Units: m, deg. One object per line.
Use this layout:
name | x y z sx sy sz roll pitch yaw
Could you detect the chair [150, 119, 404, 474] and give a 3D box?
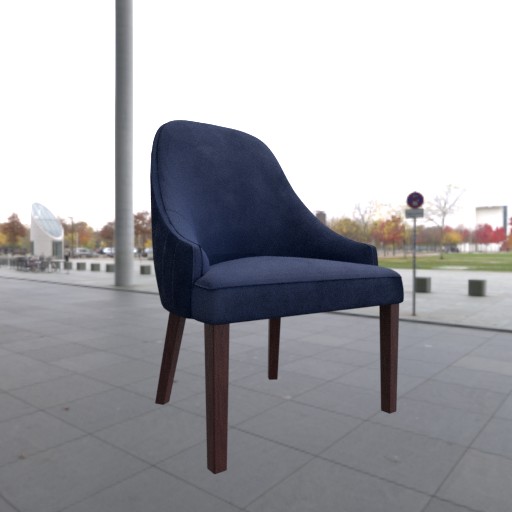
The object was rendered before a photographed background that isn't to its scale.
chair | 0.000 0.000 1.301 0.643 0.889 0.575 -1 1 -36
